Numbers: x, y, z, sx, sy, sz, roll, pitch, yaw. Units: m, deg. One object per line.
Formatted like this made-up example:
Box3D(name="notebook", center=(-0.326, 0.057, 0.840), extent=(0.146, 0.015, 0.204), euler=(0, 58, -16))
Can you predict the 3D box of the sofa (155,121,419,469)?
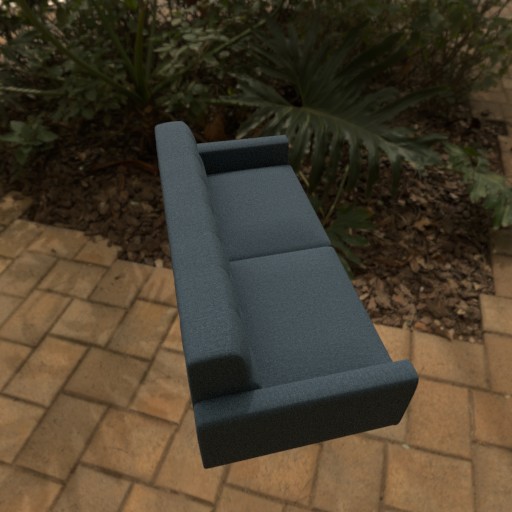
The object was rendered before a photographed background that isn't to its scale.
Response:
Box3D(name="sofa", center=(0.000, 0.000, 2.557), extent=(0.942, 0.884, 2.055), euler=(-9, 45, -9))
